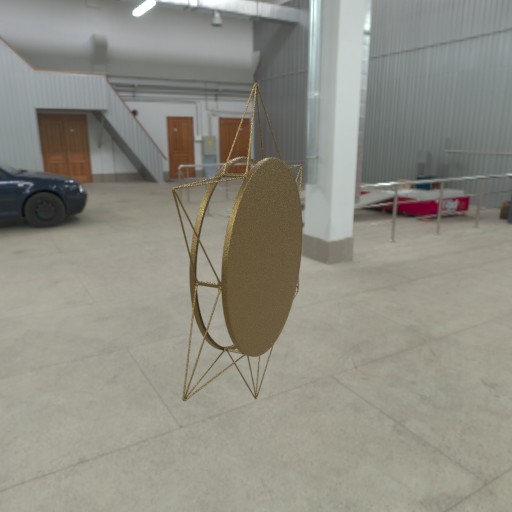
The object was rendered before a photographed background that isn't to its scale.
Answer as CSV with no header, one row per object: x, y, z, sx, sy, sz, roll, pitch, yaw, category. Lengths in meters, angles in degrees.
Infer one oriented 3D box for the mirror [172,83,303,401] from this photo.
0.000,0.000,0.793,0.062,0.581,0.498,7,16,23,mirror
